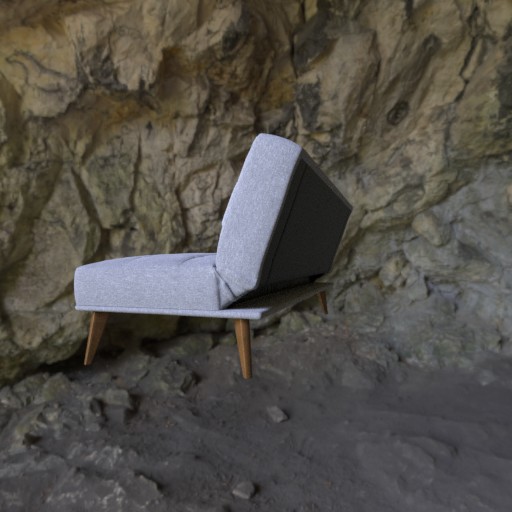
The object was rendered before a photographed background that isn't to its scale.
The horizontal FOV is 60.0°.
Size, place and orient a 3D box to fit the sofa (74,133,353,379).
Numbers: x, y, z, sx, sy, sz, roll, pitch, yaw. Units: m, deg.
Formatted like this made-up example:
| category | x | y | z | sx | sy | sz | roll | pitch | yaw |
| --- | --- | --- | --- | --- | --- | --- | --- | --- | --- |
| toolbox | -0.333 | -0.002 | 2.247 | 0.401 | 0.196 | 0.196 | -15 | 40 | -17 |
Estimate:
| category | x | y | z | sx | sy | sz | roll | pitch | yaw |
| --- | --- | --- | --- | --- | --- | --- | --- | --- | --- |
| sofa | 0.000 | 0.000 | 2.359 | 0.860 | 0.810 | 1.800 | 0 | 0 | 17 |
